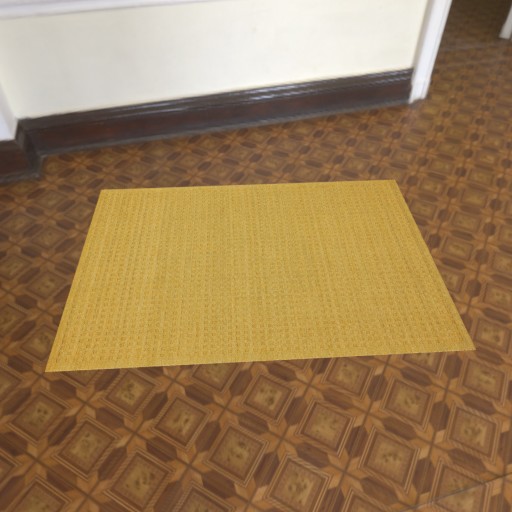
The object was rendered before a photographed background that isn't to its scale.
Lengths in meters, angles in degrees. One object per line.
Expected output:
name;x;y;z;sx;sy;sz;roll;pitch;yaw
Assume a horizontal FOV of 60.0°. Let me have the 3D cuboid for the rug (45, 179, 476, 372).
rug;0.000;0.000;3.672;2.895;0.006;1.981;-2;45;-2
